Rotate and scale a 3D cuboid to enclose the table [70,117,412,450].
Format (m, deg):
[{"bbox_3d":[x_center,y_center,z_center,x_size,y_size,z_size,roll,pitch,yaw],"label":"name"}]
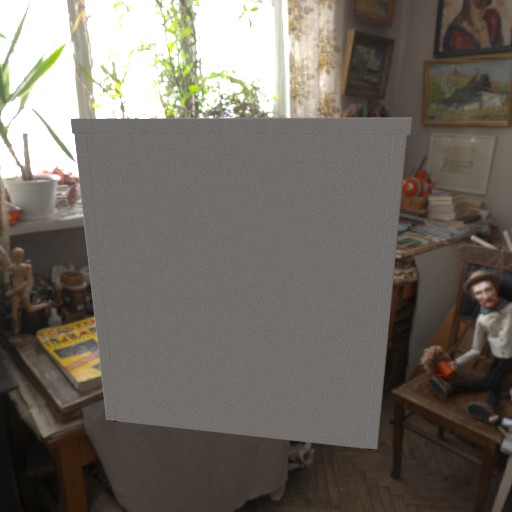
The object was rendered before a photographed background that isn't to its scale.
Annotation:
[{"bbox_3d":[0.000,0.000,0.780,0.420,0.460,0.380,3,17,9],"label":"table"}]
